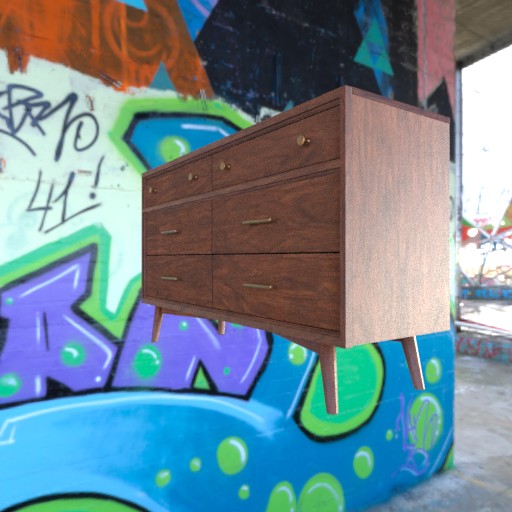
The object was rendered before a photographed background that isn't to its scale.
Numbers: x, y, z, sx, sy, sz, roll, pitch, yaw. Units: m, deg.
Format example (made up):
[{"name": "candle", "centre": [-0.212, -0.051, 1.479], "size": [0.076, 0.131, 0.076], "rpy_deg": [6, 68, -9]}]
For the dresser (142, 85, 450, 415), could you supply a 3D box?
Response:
[{"name": "dresser", "centre": [0.000, 0.000, 1.891], "size": [0.500, 0.889, 1.472], "rpy_deg": [0, 0, -35]}]
